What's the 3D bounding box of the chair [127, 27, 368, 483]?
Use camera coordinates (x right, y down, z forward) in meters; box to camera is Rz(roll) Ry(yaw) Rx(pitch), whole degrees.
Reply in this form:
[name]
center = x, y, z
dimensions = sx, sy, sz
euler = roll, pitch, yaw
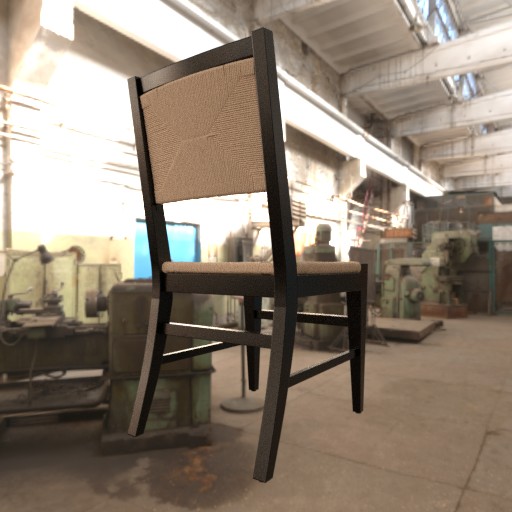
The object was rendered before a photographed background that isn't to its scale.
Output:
[chair]
center = 0.000, 0.000, 1.233
dimensions = 0.437, 0.927, 0.552
euler = -1, -1, 36
